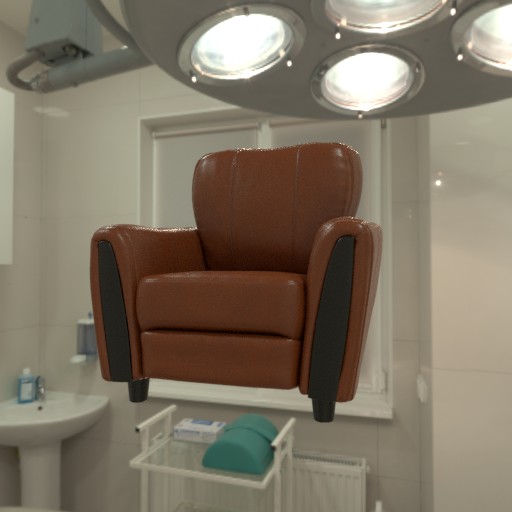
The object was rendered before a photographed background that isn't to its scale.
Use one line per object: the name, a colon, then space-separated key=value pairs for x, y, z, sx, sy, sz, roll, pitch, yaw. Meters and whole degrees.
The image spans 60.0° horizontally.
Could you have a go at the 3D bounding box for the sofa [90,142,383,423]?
sofa: x=0.000 y=0.000 z=1.529 sx=0.836 sy=0.876 sz=0.789 roll=0 pitch=-1 yaw=18
